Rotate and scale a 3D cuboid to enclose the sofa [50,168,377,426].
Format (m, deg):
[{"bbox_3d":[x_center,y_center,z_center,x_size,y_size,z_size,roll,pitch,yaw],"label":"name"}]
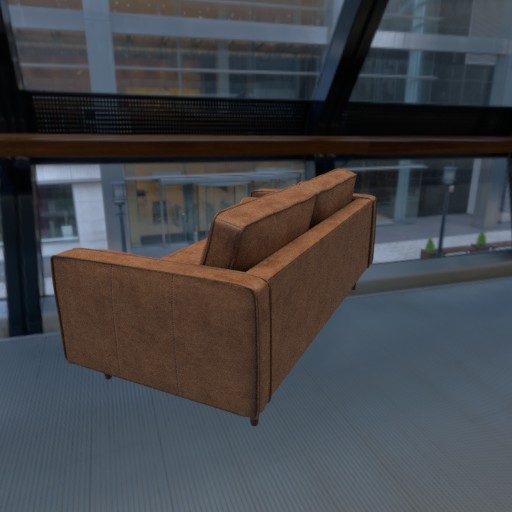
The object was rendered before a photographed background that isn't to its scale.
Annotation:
[{"bbox_3d":[0.000,0.000,2.417,0.924,0.825,1.920,8,19,24],"label":"sofa"}]
